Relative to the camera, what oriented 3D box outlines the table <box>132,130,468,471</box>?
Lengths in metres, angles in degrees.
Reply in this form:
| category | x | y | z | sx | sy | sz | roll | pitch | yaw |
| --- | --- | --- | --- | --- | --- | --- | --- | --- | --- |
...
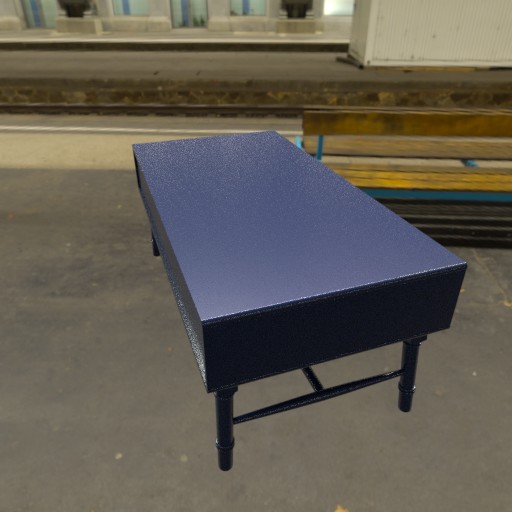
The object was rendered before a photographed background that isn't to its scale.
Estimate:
| category | x | y | z | sx | sy | sz | roll | pitch | yaw |
| --- | --- | --- | --- | --- | --- | --- | --- | --- | --- |
| table | 0.000 | 0.000 | 1.365 | 0.572 | 0.457 | 1.067 | -10 | 32 | -17 |
